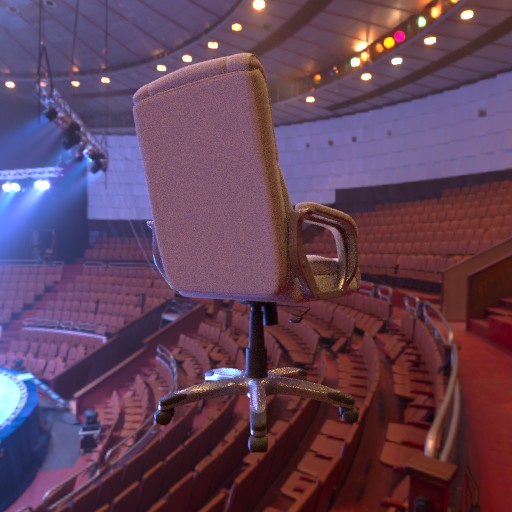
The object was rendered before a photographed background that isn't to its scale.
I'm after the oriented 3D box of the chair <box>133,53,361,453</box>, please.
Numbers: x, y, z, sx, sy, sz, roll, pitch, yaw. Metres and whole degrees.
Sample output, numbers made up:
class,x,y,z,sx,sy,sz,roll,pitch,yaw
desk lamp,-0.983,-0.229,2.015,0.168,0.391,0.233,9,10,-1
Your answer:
class,x,y,z,sx,sy,sz,roll,pitch,yaw
chair,0.000,0.000,1.589,0.687,1.120,0.738,-1,-1,35
